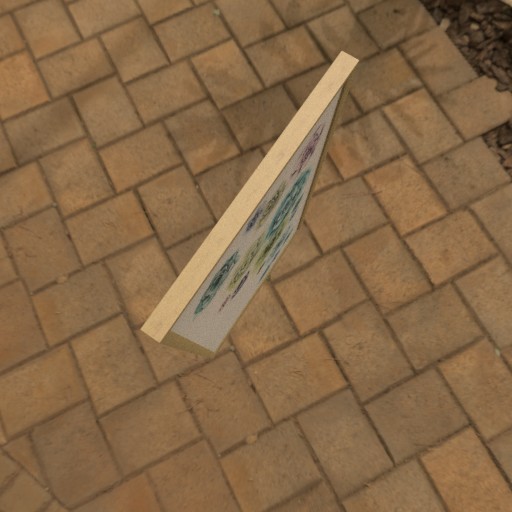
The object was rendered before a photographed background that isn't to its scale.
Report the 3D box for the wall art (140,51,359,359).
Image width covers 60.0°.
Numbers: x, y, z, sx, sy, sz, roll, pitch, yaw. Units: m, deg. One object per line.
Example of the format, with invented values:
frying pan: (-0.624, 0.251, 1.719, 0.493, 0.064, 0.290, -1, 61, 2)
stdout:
wall art: (0.000, 0.000, 1.014, 0.039, 0.810, 0.510, 33, 78, 8)
